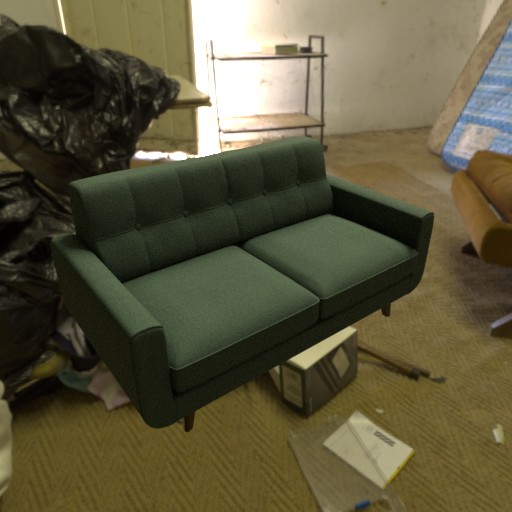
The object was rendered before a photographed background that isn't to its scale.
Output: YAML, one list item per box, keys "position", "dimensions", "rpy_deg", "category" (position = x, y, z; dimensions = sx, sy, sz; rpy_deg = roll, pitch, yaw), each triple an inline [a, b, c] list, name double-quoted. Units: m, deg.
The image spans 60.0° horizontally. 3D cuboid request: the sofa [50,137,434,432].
- position: [0.000, 0.000, 2.152]
  dimensions: [1.631, 0.841, 0.909]
  rpy_deg: [-20, 34, -33]
  category: "sofa"
